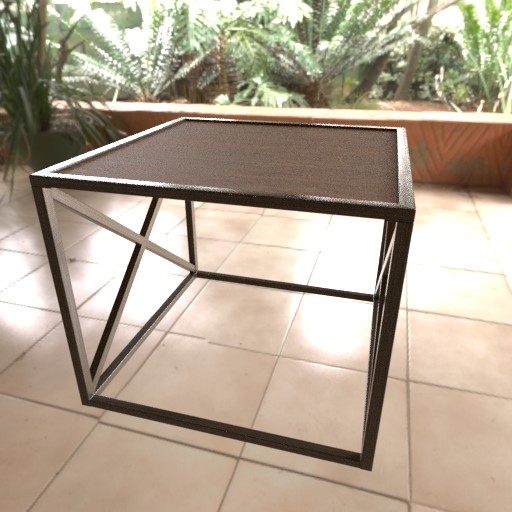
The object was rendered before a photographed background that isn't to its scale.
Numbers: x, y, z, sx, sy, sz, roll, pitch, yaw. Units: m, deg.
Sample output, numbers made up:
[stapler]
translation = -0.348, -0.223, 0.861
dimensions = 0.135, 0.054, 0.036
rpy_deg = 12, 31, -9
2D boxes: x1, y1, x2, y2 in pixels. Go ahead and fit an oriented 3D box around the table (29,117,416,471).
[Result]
[table]
translation = 0.000, 0.000, 1.033
dimensions = 0.609, 0.507, 0.611
rpy_deg = 7, 27, 14
